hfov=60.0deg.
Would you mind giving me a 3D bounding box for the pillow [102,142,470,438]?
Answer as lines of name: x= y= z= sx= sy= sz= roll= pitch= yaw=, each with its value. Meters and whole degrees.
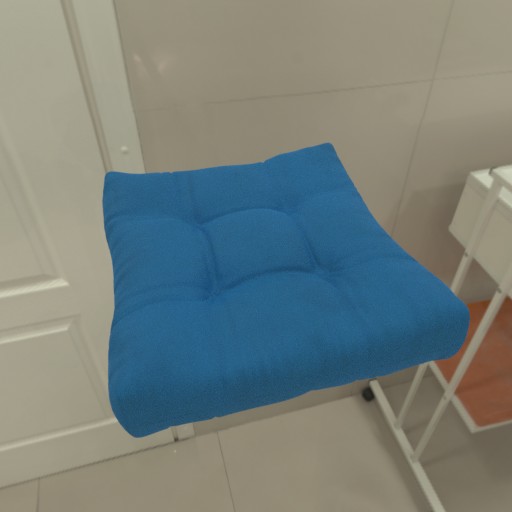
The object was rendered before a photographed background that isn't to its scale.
pillow: x=0.000 y=0.000 z=0.713 sx=0.468 sy=0.128 sz=0.490 roll=-10 pitch=42 yaw=-12
